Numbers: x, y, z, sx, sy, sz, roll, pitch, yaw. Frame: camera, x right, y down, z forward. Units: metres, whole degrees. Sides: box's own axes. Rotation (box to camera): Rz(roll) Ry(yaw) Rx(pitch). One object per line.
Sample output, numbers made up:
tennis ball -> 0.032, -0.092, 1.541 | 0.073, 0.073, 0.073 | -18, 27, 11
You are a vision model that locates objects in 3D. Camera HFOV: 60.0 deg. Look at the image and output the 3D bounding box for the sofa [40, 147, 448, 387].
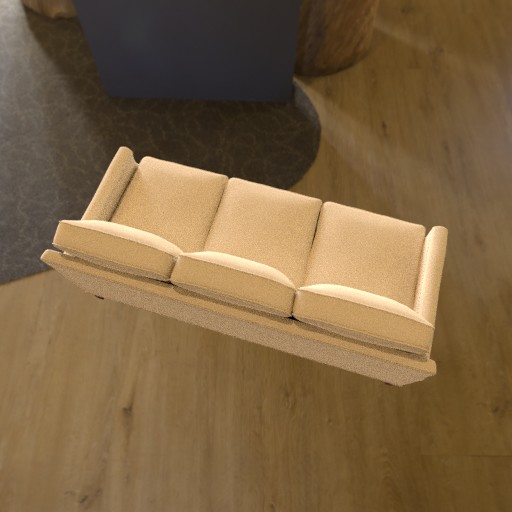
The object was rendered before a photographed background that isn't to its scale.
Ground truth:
sofa -> 0.000, 0.000, 2.827 | 2.246, 1.003, 1.084 | 15, 65, 7
